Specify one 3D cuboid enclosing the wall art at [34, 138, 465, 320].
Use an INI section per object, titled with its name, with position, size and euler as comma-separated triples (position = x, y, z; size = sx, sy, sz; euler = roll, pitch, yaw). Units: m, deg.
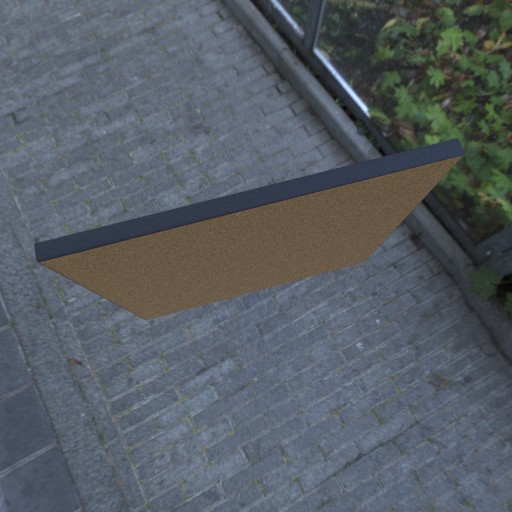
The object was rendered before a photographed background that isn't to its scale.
[wall art]
position = 0.000, 0.000, 0.675
size = 0.456, 0.453, 0.022
euler = -15, 75, -4
